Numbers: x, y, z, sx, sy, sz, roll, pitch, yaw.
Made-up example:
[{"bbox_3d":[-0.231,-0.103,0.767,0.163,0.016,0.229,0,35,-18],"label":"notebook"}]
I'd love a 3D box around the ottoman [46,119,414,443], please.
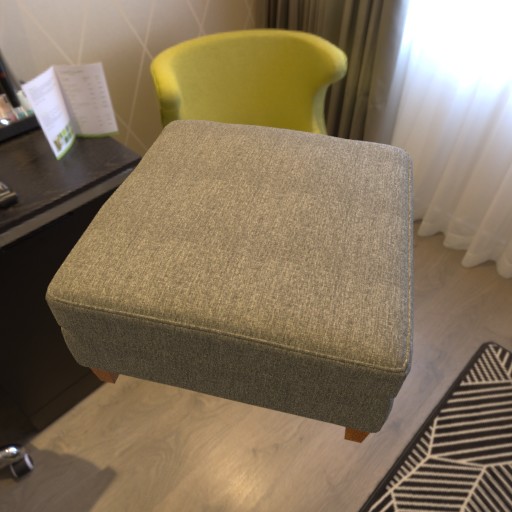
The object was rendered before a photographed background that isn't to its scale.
[{"bbox_3d":[0.000,0.000,1.335,0.838,0.481,0.838,10,47,9],"label":"ottoman"}]
